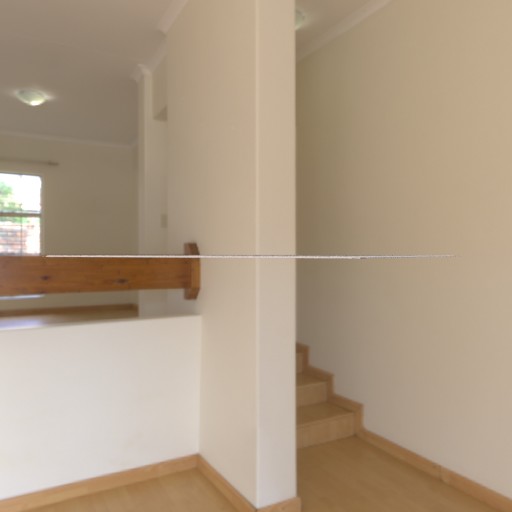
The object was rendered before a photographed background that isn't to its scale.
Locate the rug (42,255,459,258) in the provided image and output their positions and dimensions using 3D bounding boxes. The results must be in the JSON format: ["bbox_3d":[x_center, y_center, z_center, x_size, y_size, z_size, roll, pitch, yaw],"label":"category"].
[{"bbox_3d":[0.000,0.000,3.876,2.910,0.013,2.256,0,0,35],"label":"rug"}]
